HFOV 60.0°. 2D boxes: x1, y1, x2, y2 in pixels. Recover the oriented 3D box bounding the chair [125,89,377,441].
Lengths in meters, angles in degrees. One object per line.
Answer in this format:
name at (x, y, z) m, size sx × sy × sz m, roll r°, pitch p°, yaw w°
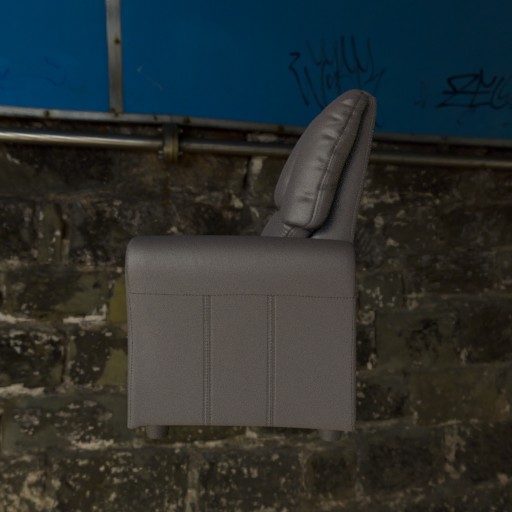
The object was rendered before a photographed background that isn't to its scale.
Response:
chair at (0.000, 0.000, 1.111) m, size 0.521 × 0.709 × 0.610 m, roll 0°, pitch 0°, yaw 2°
